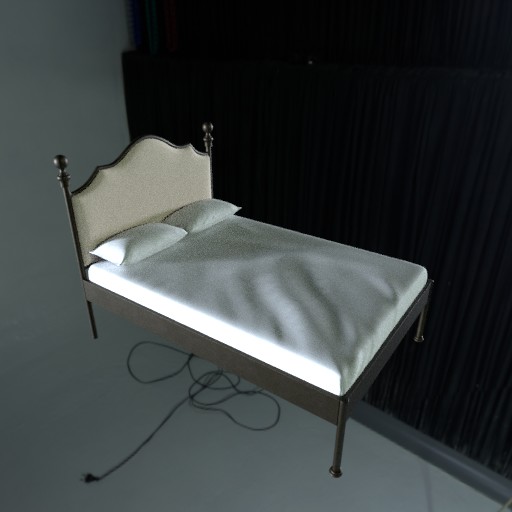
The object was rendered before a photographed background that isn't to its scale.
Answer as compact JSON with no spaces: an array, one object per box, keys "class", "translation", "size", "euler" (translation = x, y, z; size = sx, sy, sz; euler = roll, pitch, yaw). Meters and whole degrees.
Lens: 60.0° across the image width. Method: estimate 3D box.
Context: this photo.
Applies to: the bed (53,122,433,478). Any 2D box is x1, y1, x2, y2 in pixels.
[{"class":"bed","translation":[0.000,0.000,3.168],"size":[2.170,1.462,1.533],"euler":[18,32,31]}]
